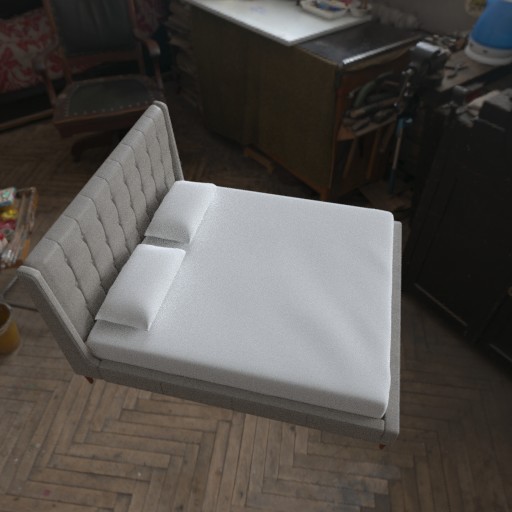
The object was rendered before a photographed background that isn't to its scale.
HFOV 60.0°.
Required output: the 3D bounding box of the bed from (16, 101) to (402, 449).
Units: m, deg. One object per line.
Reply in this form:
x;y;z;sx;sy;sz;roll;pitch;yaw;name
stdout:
0.000;0.000;3.445;2.342;1.289;2.062;10;47;9;bed
